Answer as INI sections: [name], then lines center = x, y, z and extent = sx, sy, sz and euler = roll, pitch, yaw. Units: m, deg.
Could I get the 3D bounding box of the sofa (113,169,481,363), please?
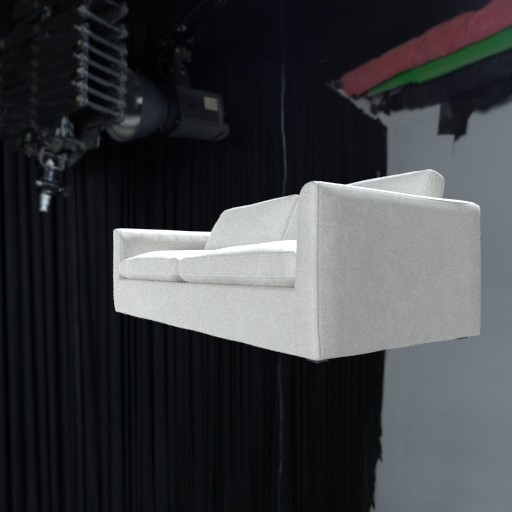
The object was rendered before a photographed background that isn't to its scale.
[sofa]
center = 0.000, 0.000, 2.725
extent = 1.090, 0.838, 2.588
euler = 1, -2, -35
